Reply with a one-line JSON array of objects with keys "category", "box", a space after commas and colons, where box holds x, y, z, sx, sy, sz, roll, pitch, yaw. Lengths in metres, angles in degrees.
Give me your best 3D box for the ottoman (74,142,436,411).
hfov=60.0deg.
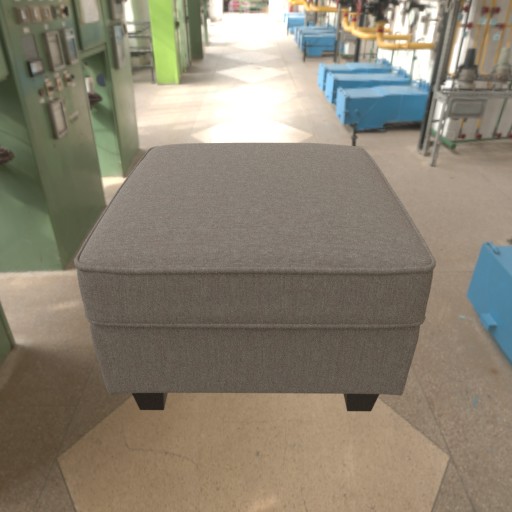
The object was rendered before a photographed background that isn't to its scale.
[{"category": "ottoman", "box": [0.000, 0.000, 1.409, 0.808, 0.612, 0.871, 0, 31, 0]}]
